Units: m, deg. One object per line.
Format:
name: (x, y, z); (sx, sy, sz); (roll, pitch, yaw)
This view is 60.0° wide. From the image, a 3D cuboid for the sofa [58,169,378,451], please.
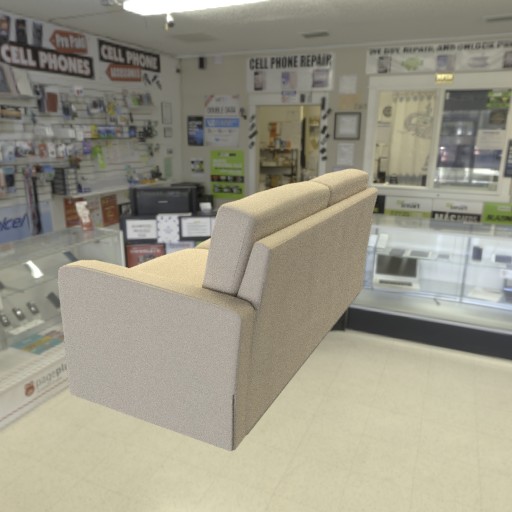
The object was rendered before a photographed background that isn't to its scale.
sofa: (0.000, 0.000, 2.314); (0.894, 0.831, 1.808); (8, 17, 26)
